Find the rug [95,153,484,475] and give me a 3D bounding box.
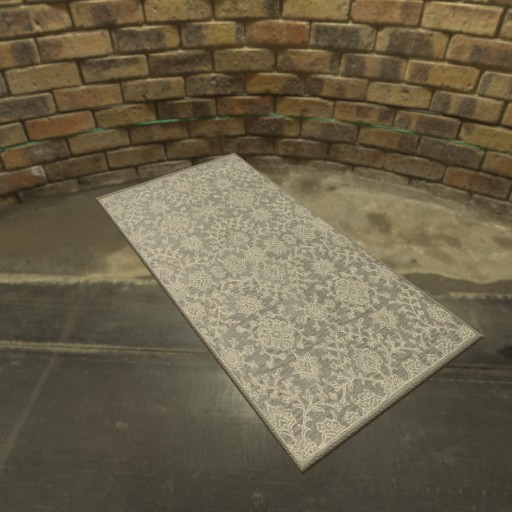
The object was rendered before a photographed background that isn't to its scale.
[{"bbox_3d":[0.000,0.000,3.526,1.546,0.011,3.048,-25,47,-25],"label":"rug"}]
